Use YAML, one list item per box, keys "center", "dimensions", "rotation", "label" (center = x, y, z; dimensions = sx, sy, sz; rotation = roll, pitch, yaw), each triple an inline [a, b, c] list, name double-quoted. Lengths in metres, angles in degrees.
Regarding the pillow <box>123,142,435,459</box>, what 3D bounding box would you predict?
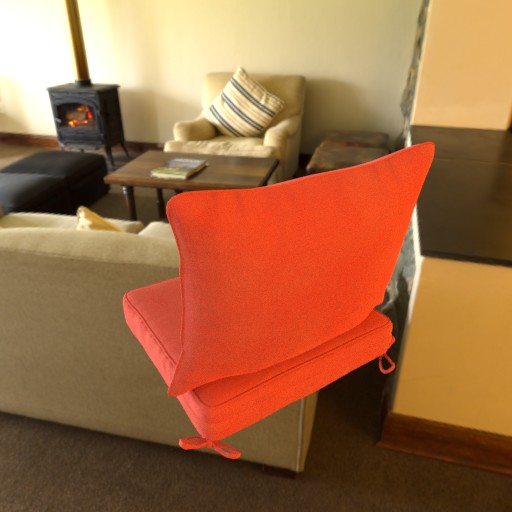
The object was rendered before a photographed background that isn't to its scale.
- center: [0.000, 0.000, 1.363]
  dimensions: [0.798, 0.725, 0.733]
  rotation: [-17, 33, -29]
  label: "pillow"
